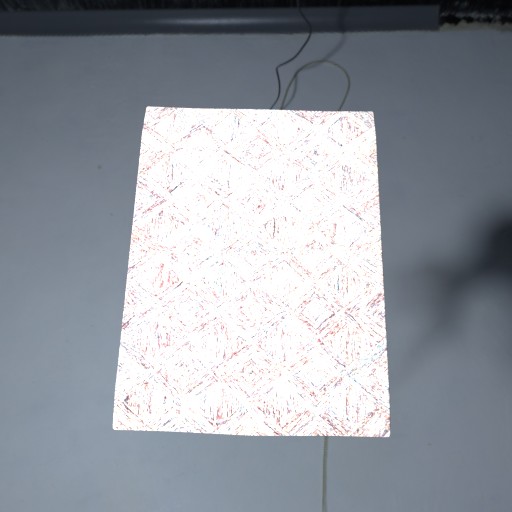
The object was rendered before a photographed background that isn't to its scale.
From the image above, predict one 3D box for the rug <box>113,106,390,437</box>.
[{"bbox_3d":[0.000,0.000,4.269,2.436,0.024,3.226,1,75,0],"label":"rug"}]
